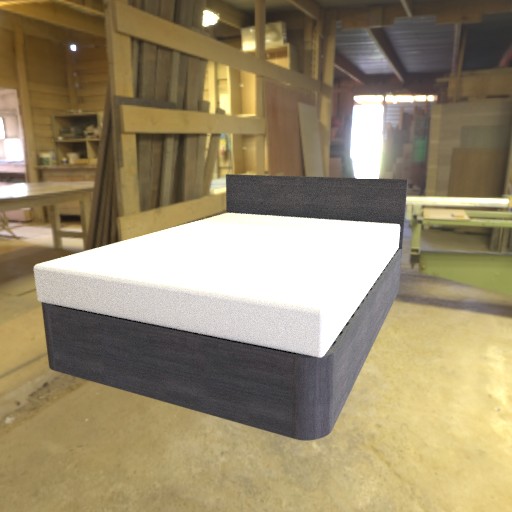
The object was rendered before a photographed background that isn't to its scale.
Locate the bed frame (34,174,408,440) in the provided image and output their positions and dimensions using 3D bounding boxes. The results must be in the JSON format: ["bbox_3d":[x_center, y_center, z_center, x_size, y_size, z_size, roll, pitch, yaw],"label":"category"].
[{"bbox_3d":[0.000,0.000,2.562,1.400,0.800,1.900,6,15,24],"label":"bed frame"}]
